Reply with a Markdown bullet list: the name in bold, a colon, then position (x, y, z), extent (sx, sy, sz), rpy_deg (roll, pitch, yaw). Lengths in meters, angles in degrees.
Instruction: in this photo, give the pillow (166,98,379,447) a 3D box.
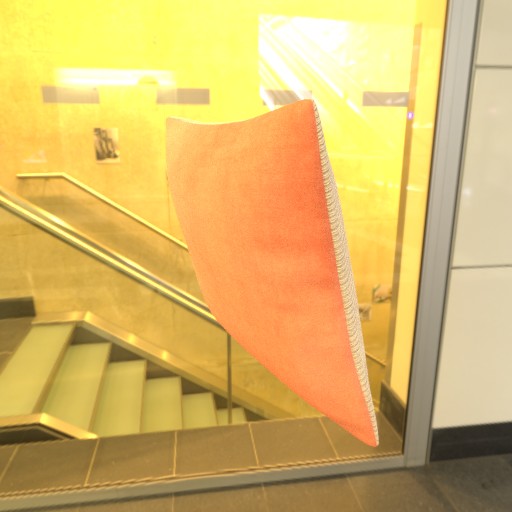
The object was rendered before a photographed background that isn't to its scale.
- **pillow**: position (0.000, 0.000, 0.644), extent (0.177, 0.401, 0.424), rpy_deg (-8, 17, -27)
